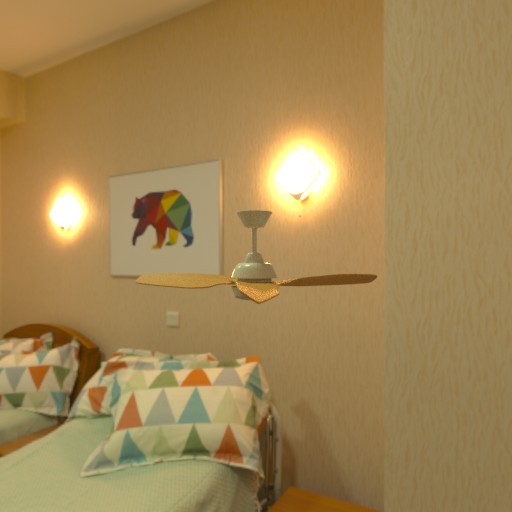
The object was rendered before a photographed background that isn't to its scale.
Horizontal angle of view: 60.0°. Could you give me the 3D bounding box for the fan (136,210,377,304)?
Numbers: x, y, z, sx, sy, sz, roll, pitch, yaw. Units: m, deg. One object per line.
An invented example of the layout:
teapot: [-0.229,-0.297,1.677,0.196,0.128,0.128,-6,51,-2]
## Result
fan: [0.000,0.000,1.636,1.142,0.355,1.010,0,0,0]
